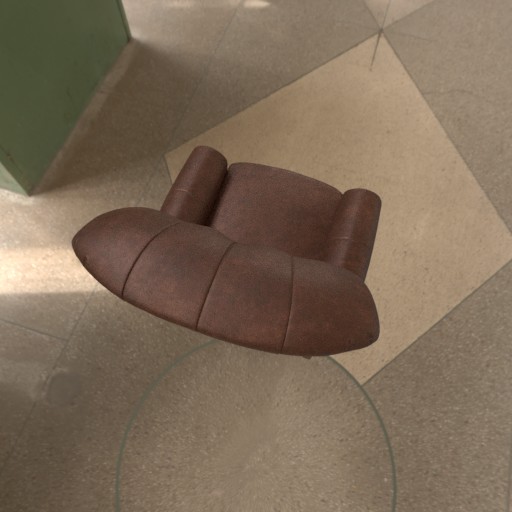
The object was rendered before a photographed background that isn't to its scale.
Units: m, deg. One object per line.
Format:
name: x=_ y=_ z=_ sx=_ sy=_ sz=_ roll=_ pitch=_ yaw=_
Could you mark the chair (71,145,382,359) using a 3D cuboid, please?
chair: x=0.000 y=0.000 z=1.926 sx=0.979 sy=1.162 sz=1.031 roll=17 pitch=66 yaw=8
